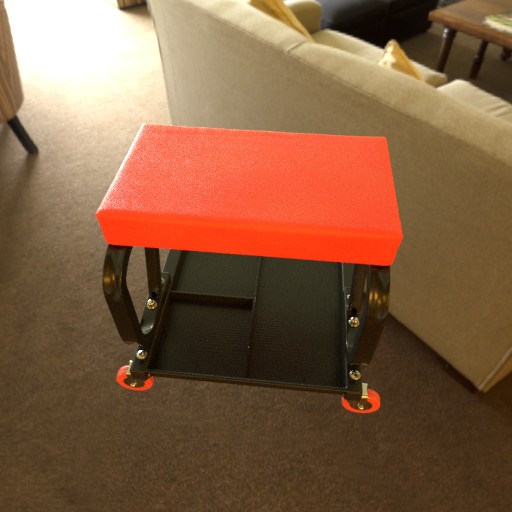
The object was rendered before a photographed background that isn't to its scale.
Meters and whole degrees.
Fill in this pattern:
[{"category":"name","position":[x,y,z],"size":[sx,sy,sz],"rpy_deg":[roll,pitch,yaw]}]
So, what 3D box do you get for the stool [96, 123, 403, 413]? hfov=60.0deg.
[{"category":"stool","position":[0.000,0.000,0.743],"size":[0.446,0.380,0.371],"rpy_deg":[4,47,4]}]
